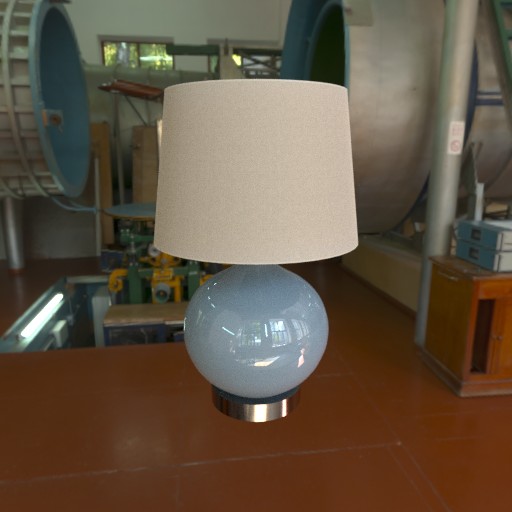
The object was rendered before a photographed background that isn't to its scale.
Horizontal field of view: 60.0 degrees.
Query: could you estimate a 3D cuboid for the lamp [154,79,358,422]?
[{"bbox_3d":[0.000,0.000,0.553,0.247,0.387,0.247,0,14,0],"label":"lamp"}]
